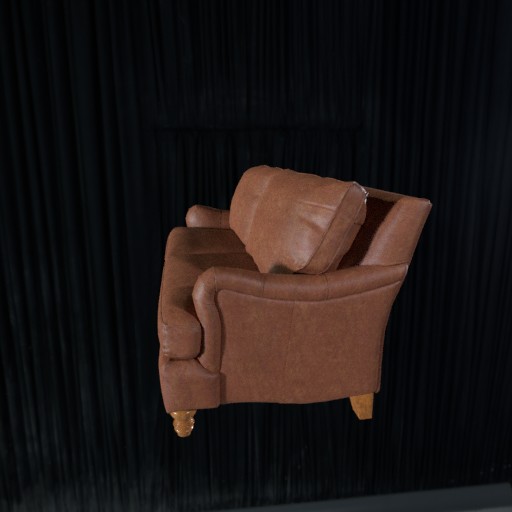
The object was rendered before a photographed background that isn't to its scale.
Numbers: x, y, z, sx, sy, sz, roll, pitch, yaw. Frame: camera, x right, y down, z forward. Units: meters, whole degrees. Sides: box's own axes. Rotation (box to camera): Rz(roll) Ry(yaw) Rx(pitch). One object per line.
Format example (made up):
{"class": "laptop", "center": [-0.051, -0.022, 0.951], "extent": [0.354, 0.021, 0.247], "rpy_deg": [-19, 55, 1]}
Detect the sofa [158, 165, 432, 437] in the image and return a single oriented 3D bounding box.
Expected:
{"class": "sofa", "center": [0.000, 0.000, 2.797], "extent": [1.147, 1.071, 2.144], "rpy_deg": [-2, 14, -9]}
